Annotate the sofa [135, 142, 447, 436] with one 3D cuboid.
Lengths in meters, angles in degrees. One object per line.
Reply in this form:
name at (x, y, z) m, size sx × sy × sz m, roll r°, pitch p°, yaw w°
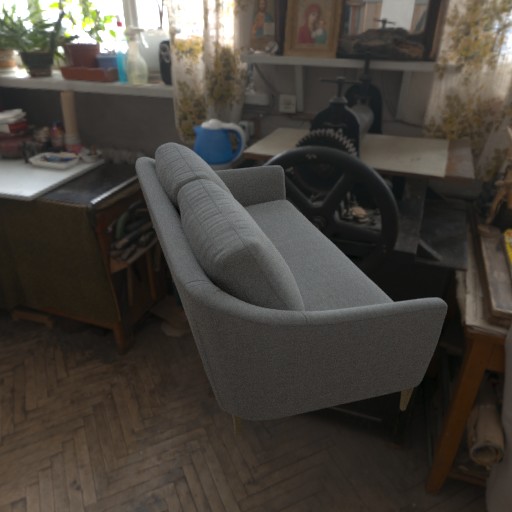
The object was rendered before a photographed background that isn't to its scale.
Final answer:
sofa at (0.000, 0.000, 2.210) m, size 0.960 × 0.904 × 1.619 m, roll -10°, pitch 32°, yaw -17°
